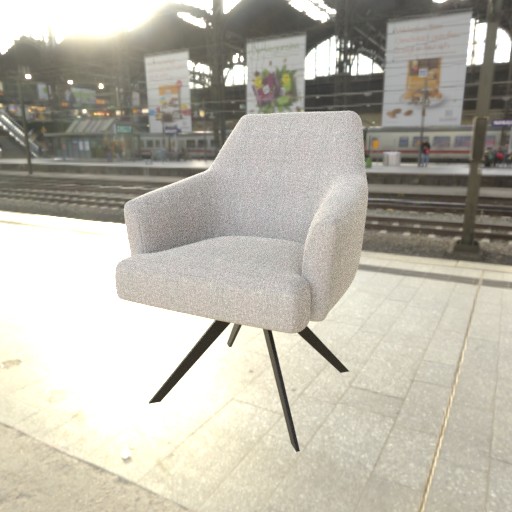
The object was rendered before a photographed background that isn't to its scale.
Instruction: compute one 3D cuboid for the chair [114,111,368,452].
[{"bbox_3d":[0.000,0.000,1.351,0.642,0.874,0.677,7,15,26],"label":"chair"}]
